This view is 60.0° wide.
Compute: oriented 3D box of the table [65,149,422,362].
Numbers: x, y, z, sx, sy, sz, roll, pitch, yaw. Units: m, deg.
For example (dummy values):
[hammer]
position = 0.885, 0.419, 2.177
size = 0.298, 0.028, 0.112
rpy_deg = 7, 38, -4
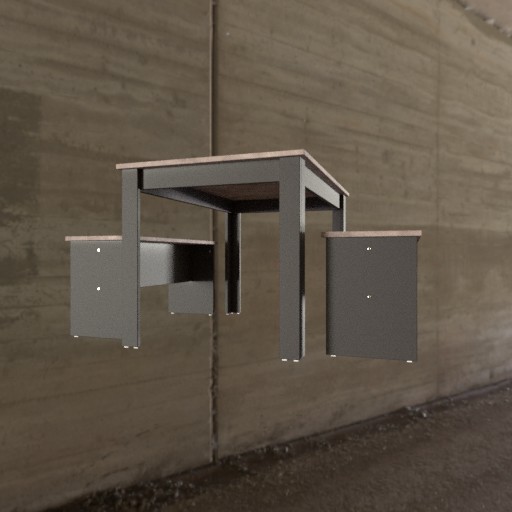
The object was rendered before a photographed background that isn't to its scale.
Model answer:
[table]
position = 0.000, 0.000, 2.082
size = 1.443, 0.700, 1.100
rpy_deg = 0, 0, 19
